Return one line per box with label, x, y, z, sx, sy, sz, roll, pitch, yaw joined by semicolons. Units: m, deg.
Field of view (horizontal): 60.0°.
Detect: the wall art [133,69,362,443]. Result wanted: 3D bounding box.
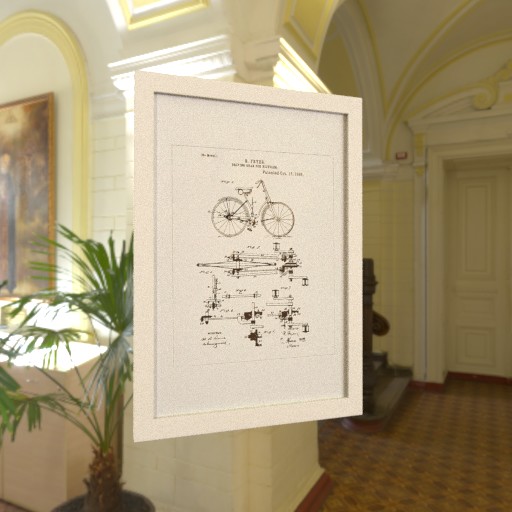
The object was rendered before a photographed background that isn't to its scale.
wall art;0.000;0.000;0.624;0.332;0.477;0.015;0;0;-18
